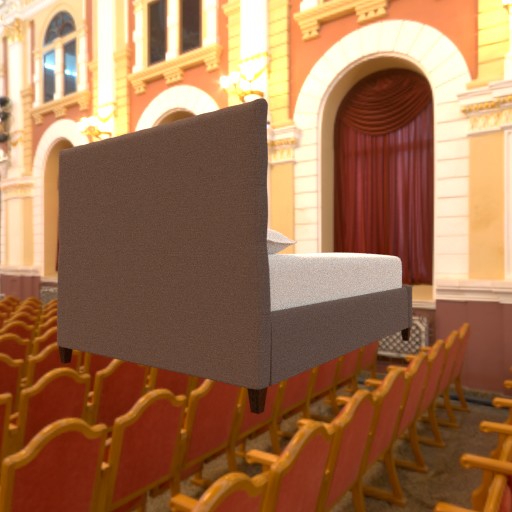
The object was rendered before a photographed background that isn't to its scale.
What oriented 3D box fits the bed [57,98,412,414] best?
[{"bbox_3d":[0.000,0.000,3.354,1.696,1.426,2.233,0,0,36],"label":"bed"}]
